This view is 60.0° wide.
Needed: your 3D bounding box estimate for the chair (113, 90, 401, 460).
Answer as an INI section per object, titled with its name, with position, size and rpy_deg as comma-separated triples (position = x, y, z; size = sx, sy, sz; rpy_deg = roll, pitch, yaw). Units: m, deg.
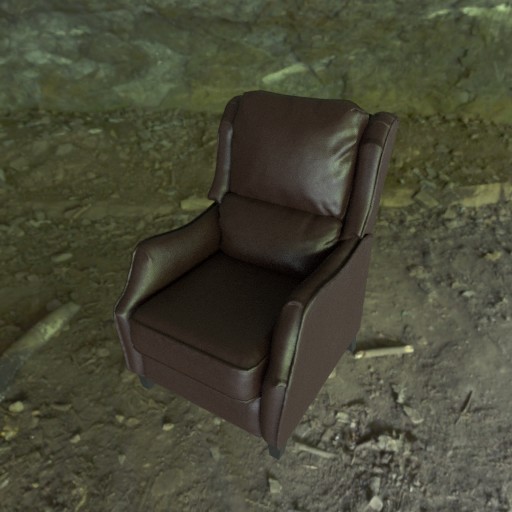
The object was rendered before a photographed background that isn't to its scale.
[chair]
position = 0.000, 0.000, 1.770
size = 0.770, 1.132, 0.982
rpy_deg = 17, 34, 27
